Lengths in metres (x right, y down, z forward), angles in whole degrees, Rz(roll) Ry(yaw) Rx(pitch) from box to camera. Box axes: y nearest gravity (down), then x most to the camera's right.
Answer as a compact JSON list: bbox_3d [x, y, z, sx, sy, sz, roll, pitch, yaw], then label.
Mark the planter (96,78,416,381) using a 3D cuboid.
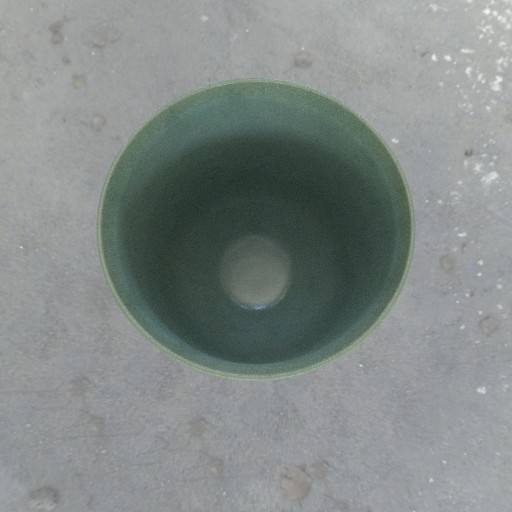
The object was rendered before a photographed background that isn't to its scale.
[{"bbox_3d":[0.000,0.000,0.499,0.266,0.270,0.266,0,75,0],"label":"planter"}]
